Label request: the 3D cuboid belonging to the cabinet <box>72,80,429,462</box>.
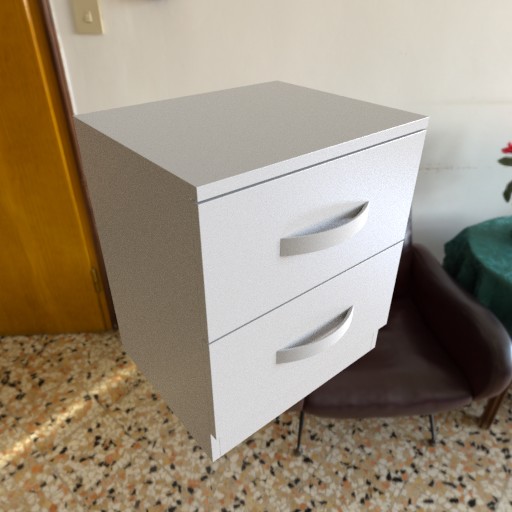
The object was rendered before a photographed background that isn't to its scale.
[{"bbox_3d":[0.000,0.000,0.763,0.400,0.470,0.360,-24,39,-32],"label":"cabinet"}]
